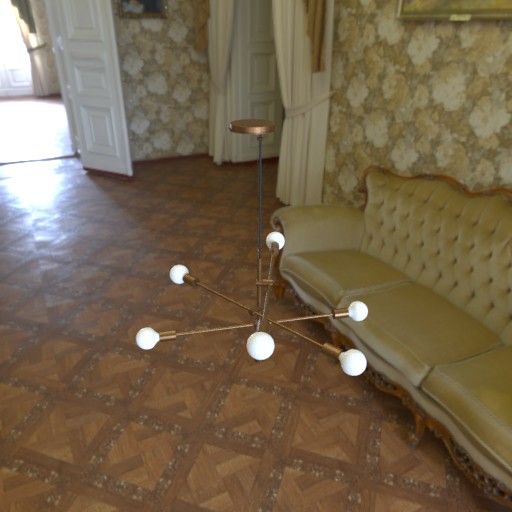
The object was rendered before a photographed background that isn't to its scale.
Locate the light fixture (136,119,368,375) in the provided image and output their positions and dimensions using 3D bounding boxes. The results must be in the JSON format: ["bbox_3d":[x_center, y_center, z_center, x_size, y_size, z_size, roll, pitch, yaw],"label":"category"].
[{"bbox_3d":[0.000,0.000,1.272,0.682,0.744,0.637,8,28,15],"label":"light fixture"}]
